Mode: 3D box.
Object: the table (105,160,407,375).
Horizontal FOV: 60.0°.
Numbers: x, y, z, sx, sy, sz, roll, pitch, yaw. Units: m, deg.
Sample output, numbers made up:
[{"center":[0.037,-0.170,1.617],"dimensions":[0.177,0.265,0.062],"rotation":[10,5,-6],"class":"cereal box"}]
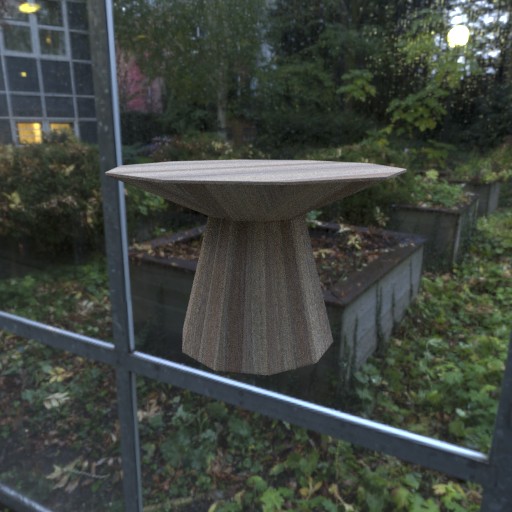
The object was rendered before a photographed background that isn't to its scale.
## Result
[{"center":[0.000,0.000,1.914],"dimensions":[1.186,0.752,1.186],"rotation":[0,15,0],"class":"table"}]
